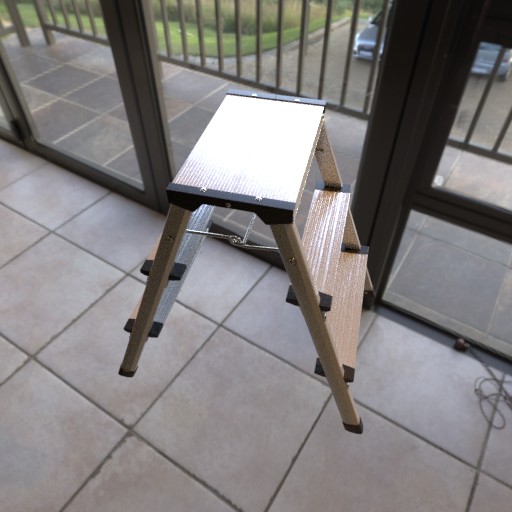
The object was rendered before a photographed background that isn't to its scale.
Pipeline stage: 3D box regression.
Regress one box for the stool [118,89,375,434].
[{"bbox_3d":[0.000,0.000,1.008,0.622,0.605,0.437,11,48,10],"label":"stool"}]
